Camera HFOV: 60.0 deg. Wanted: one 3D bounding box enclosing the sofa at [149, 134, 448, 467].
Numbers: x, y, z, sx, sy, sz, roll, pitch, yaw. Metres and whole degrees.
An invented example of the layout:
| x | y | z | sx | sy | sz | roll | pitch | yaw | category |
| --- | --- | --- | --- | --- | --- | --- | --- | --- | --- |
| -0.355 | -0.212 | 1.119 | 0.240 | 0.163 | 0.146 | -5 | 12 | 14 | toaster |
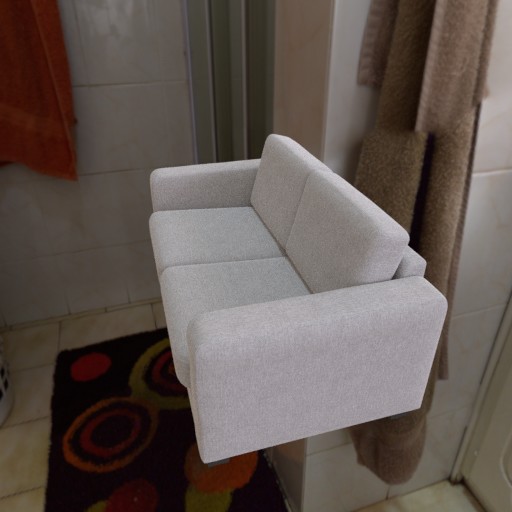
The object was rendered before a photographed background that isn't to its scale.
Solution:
| x | y | z | sx | sy | sz | roll | pitch | yaw | category |
| --- | --- | --- | --- | --- | --- | --- | --- | --- | --- |
| 0.000 | 0.000 | 2.060 | 0.900 | 0.800 | 1.540 | -8 | 32 | -14 | sofa |
